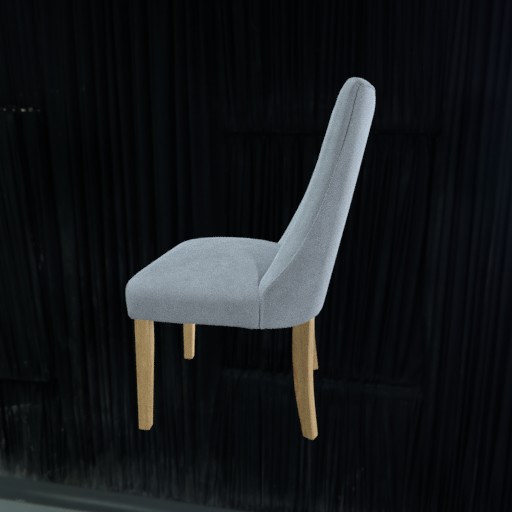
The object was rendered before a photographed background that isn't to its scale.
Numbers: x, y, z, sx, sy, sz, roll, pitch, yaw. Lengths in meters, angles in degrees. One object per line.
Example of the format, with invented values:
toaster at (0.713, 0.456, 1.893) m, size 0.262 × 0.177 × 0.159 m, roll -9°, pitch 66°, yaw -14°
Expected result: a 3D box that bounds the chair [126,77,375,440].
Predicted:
chair at (0.000, 0.000, 1.284) m, size 0.610 × 0.902 × 0.495 m, roll 2°, pitch 14°, yaw 8°
